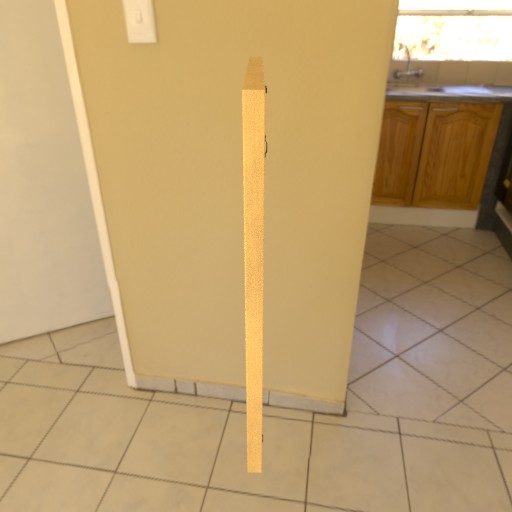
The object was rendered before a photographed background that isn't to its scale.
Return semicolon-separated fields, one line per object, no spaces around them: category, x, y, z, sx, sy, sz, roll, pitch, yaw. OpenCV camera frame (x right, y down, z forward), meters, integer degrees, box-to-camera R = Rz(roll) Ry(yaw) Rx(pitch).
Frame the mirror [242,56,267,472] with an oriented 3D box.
mirror;0.000;0.000;1.168;0.040;0.915;0.609;0;29;0
